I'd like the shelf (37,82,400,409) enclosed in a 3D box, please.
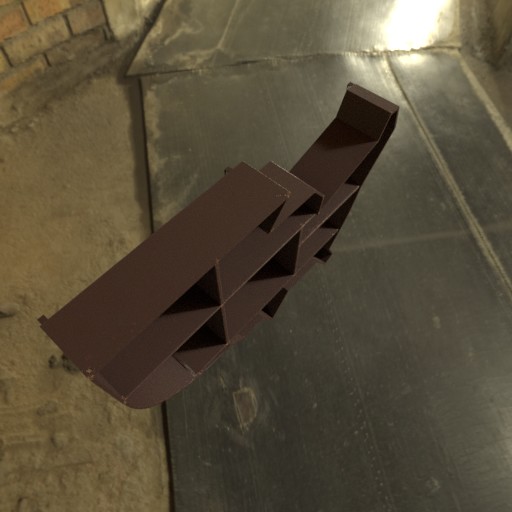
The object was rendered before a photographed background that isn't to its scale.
[{"bbox_3d":[0.000,0.000,0.879,0.112,0.439,0.729,37,65,21],"label":"shelf"}]
